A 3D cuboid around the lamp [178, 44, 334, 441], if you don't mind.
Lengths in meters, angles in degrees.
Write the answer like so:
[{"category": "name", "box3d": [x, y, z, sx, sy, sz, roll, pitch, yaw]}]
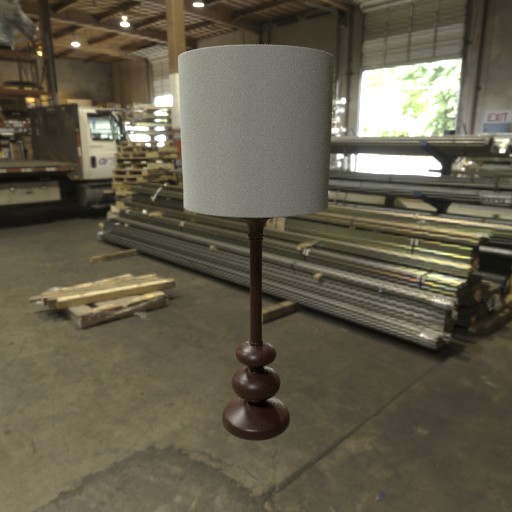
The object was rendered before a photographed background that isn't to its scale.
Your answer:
[{"category": "lamp", "box3d": [0.000, 0.000, 0.814, 0.254, 0.690, 0.254, -14, 21, -43]}]
